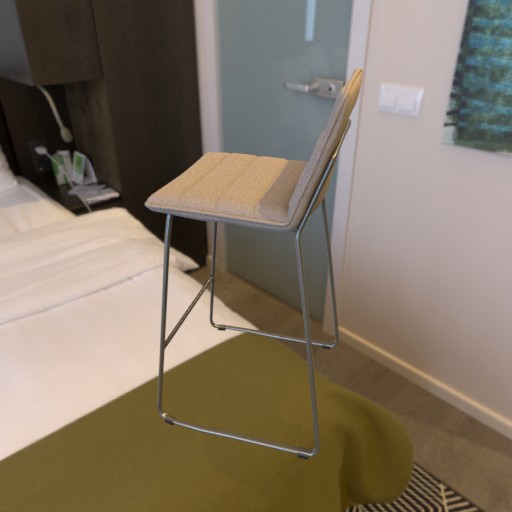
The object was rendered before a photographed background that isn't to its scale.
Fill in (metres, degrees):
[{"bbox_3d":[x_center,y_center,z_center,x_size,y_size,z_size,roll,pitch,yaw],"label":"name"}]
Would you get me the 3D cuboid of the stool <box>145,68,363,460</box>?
[{"bbox_3d":[0.000,0.000,1.242,0.490,0.960,0.490,8,30,14],"label":"stool"}]
